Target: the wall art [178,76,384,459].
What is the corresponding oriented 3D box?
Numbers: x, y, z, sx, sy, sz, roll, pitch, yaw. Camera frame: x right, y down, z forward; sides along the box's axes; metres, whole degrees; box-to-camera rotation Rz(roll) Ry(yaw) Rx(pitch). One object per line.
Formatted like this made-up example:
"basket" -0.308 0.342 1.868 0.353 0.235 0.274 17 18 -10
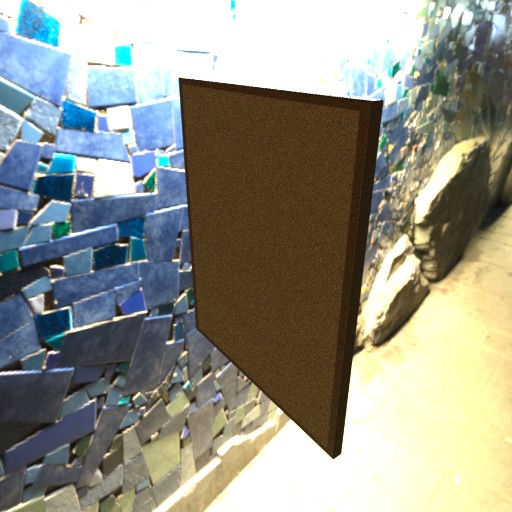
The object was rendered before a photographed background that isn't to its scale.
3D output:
"wall art" 0.000 0.000 0.763 0.021 0.550 0.449 -18 31 -32
